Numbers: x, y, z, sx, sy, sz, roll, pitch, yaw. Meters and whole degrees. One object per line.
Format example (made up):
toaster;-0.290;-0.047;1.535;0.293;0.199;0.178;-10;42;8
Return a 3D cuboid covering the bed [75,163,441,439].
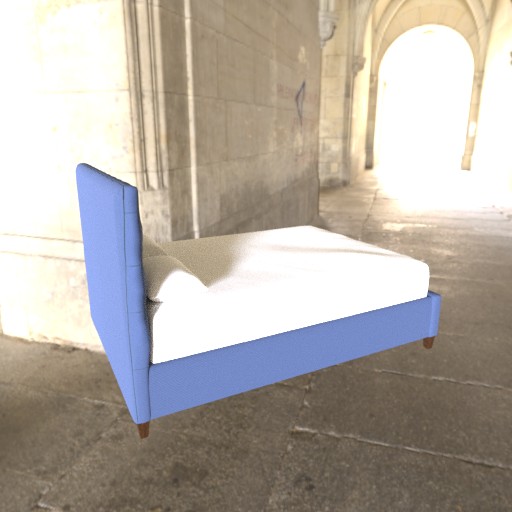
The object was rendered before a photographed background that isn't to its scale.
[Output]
bed;0.000;0.000;3.527;2.387;1.427;1.706;-8;18;-27
